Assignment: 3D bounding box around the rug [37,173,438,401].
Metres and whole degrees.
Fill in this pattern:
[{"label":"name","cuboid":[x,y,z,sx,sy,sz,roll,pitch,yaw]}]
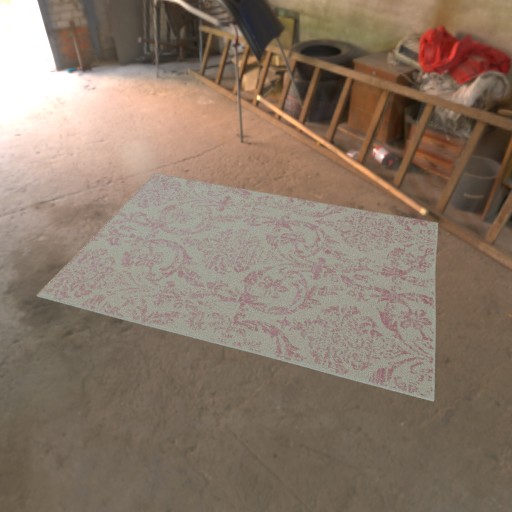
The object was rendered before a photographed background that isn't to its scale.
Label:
[{"label":"rug","cuboid":[0.000,0.000,2.365,1.839,0.012,1.219,12,42,13]}]
